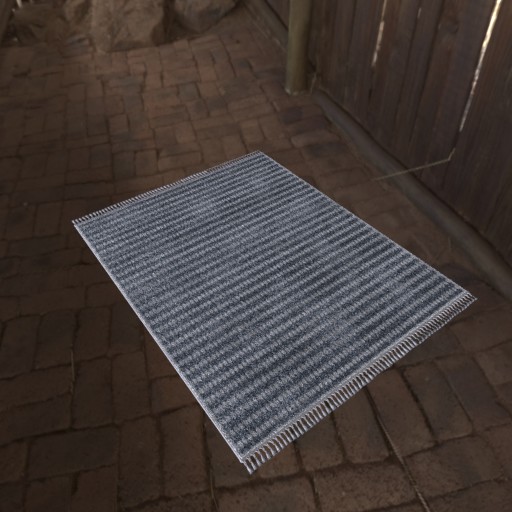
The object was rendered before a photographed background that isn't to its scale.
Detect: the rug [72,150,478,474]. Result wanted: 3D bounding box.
[{"bbox_3d":[0.000,0.000,3.890,2.256,0.013,2.910,-27,49,-26],"label":"rug"}]
